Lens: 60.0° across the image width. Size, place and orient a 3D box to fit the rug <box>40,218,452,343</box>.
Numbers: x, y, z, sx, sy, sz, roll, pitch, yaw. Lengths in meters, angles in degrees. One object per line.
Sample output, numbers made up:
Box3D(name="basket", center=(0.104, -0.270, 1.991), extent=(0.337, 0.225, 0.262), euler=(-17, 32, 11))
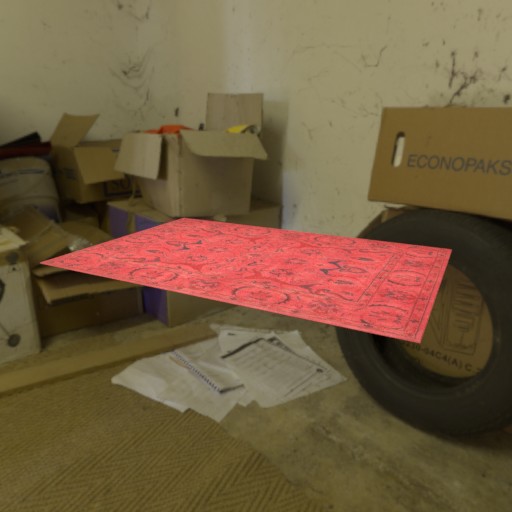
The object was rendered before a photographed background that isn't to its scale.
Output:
Box3D(name="rug", center=(0.000, 0.000, 2.333), extent=(1.814, 0.008, 1.209), euler=(9, 19, 26))
